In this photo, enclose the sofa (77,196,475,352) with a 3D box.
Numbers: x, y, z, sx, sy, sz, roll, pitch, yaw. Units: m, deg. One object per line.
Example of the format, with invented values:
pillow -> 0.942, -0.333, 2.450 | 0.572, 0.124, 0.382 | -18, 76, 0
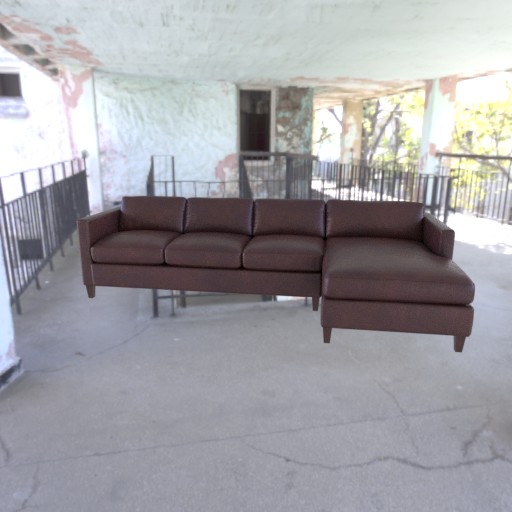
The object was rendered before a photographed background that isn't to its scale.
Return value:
sofa -> 0.000, 0.000, 3.897 | 3.203, 0.883, 1.581 | 2, 15, 9
